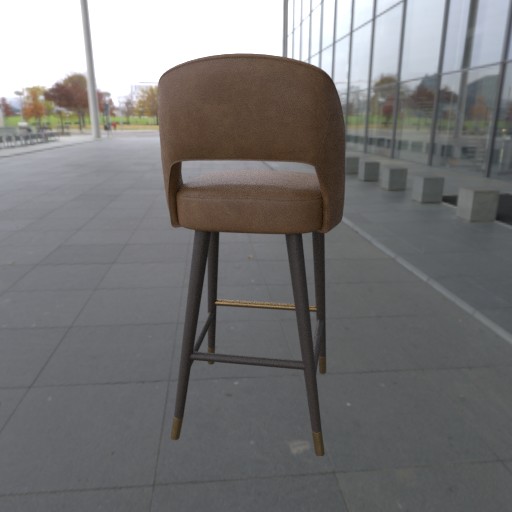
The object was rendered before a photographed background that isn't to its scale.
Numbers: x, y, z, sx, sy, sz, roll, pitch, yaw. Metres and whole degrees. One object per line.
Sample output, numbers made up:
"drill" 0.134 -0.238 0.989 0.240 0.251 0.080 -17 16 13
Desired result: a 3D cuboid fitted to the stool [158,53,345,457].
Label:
"stool" 0.000 0.000 1.312 0.494 1.037 0.509 3 17 9
